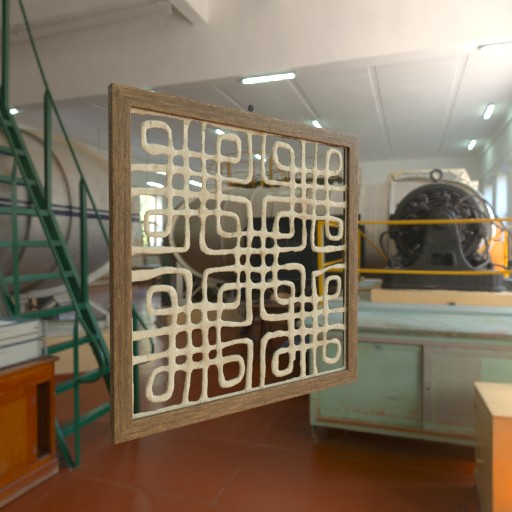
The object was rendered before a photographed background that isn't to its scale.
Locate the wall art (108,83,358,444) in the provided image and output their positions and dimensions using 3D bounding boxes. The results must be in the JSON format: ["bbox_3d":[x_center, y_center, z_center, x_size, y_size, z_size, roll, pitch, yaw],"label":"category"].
[{"bbox_3d":[0.000,0.000,0.857,0.561,0.582,0.021,-1,2,-36],"label":"wall art"}]
